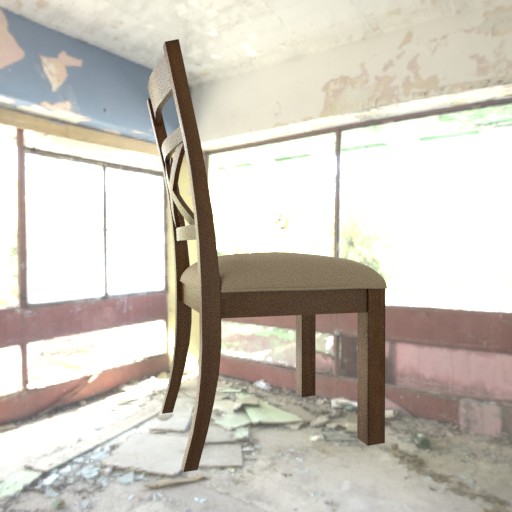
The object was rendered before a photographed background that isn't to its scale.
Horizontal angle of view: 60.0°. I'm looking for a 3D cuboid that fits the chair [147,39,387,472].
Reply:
[{"bbox_3d":[0.000,0.000,1.241,0.581,0.949,0.461,0,1,-19],"label":"chair"}]
